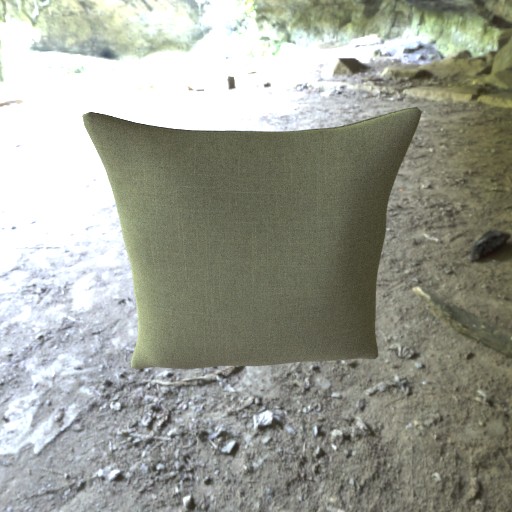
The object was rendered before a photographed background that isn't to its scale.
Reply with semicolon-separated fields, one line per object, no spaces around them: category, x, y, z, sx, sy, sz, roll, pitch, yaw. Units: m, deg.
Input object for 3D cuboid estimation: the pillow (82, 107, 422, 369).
pillow;0.000;0.000;0.672;0.435;0.432;0.138;-2;29;-3
